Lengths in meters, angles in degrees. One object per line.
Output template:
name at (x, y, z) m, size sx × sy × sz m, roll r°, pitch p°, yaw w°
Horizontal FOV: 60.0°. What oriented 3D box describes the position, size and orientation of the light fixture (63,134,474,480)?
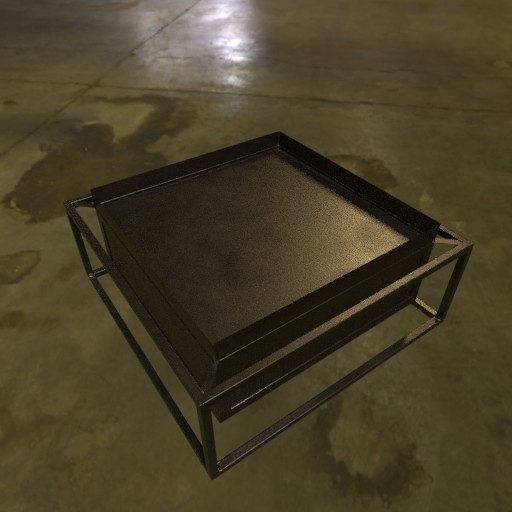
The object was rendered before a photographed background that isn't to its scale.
light fixture at (0.000, 0.000, 0.706) m, size 0.441 × 0.191 × 0.441 m, roll -24°, pitch 46°, yaw -26°
